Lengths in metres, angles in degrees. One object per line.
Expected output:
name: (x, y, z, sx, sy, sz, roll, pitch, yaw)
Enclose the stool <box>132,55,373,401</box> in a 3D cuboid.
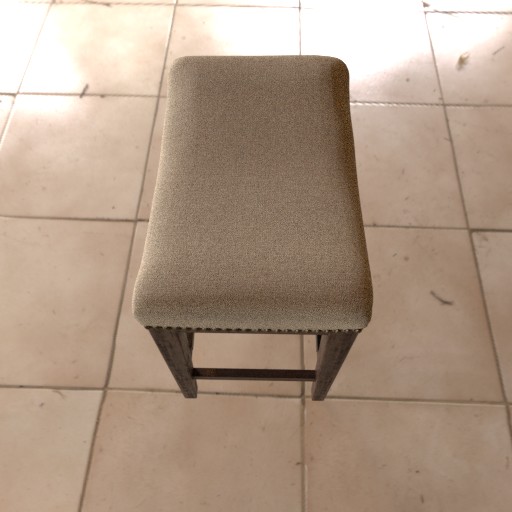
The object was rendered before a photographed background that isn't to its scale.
stool: (0.000, 0.000, 0.974, 0.363, 0.669, 0.509, 1, 64, 0)
